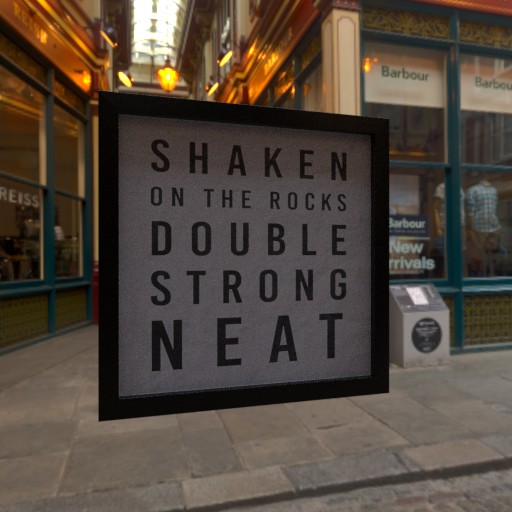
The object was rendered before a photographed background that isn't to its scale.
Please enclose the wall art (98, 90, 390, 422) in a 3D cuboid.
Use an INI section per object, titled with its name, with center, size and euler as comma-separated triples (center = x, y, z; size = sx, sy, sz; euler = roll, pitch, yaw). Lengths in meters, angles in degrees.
[wall art]
center = 0.000, 0.000, 0.521
size = 0.349, 0.349, 0.014
euler = 0, 0, -16
